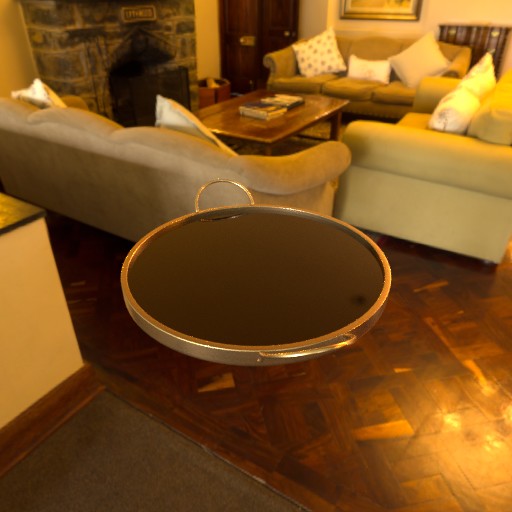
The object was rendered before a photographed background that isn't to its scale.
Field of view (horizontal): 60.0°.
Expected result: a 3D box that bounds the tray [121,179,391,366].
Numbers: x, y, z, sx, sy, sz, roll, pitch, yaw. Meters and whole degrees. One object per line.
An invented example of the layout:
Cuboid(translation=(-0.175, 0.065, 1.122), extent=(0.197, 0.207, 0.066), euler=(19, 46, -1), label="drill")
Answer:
Cuboid(translation=(0.000, 0.000, 0.739), extent=(0.438, 0.069, 0.543), euler=(-9, 32, -15), label="tray")
